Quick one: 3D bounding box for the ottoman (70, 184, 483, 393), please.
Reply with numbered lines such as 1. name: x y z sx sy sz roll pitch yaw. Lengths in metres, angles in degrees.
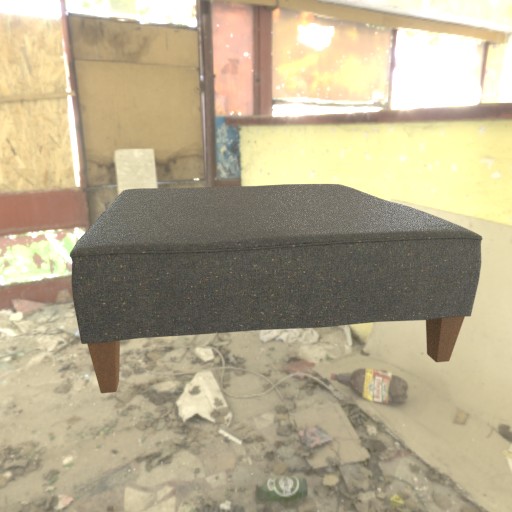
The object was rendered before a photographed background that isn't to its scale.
1. ottoman: 0.000 0.000 1.513 0.968 0.382 1.004 -3 16 -9
